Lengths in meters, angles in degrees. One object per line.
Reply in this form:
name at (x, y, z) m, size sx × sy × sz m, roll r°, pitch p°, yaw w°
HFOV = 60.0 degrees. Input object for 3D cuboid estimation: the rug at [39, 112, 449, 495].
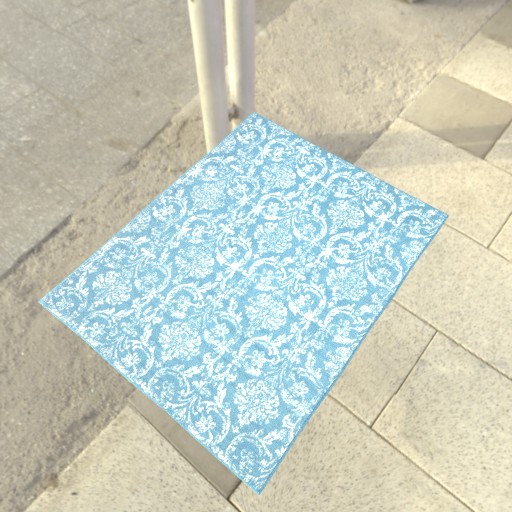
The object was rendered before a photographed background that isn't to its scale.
rug at (0.000, 0.000, 3.994) m, size 2.363 × 0.012 × 2.980 m, roll 33°, pitch 64°, yaw 19°
